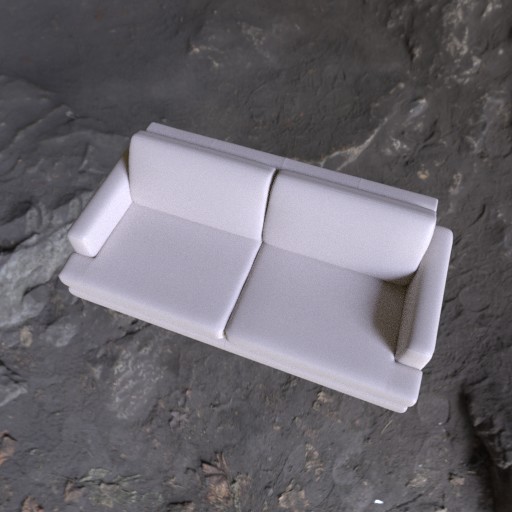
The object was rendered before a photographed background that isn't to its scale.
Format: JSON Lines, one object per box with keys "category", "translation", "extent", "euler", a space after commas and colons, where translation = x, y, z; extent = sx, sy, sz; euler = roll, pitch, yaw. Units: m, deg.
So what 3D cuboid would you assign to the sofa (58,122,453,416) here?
{"category": "sofa", "translation": [0.000, 0.000, 2.420], "extent": [1.940, 0.765, 0.974], "euler": [18, 60, 10]}
